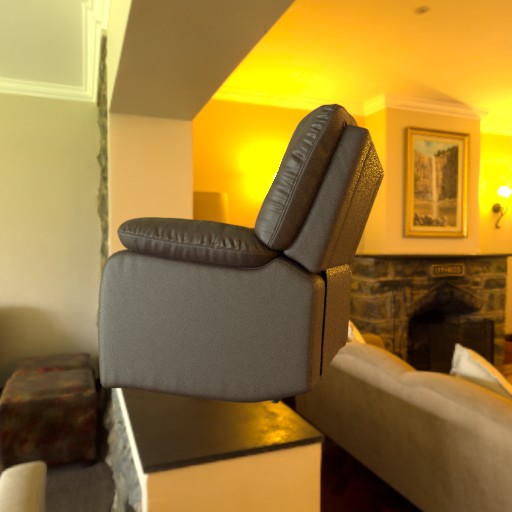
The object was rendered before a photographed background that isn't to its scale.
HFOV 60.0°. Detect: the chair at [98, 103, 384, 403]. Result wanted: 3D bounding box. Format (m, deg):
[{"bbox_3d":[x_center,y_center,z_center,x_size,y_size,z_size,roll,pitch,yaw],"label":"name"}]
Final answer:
[{"bbox_3d":[0.000,0.000,1.756,0.934,1.009,0.899,0,1,19],"label":"chair"}]
